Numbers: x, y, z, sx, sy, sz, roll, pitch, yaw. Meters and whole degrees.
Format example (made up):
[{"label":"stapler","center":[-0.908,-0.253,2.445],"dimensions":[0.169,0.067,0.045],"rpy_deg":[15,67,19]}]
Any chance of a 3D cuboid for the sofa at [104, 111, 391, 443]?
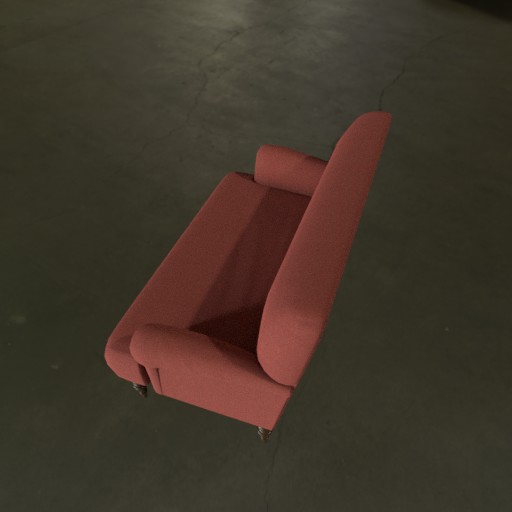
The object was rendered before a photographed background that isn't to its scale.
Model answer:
[{"label":"sofa","center":[0.000,0.000,1.849],"dimensions":[0.779,0.889,1.297],"rpy_deg":[15,47,14]}]
